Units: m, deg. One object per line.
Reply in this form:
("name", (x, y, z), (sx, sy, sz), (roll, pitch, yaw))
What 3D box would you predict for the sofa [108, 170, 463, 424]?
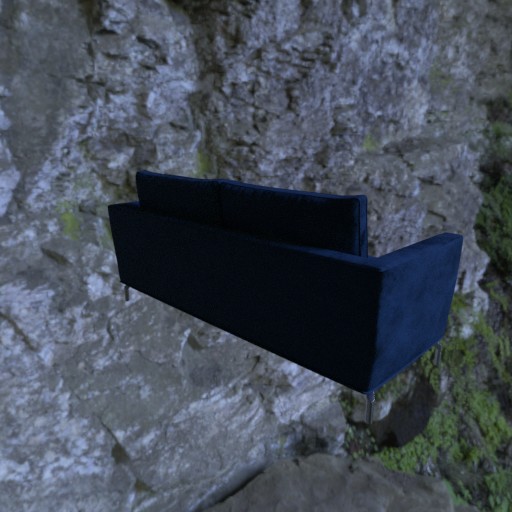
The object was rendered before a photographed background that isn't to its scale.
("sofa", (0.000, 0.000, 2.813), (2.212, 0.998, 0.853), (15, 22, 43))
